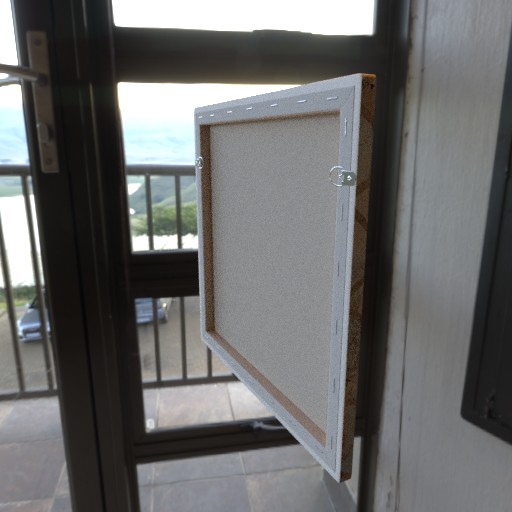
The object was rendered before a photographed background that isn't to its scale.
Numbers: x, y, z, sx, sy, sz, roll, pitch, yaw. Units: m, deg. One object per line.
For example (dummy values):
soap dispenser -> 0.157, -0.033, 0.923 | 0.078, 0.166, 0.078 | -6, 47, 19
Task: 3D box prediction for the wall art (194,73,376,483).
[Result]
wall art -> 0.000, 0.000, 1.337 | 0.039, 0.914, 0.912 | -7, 16, -27
